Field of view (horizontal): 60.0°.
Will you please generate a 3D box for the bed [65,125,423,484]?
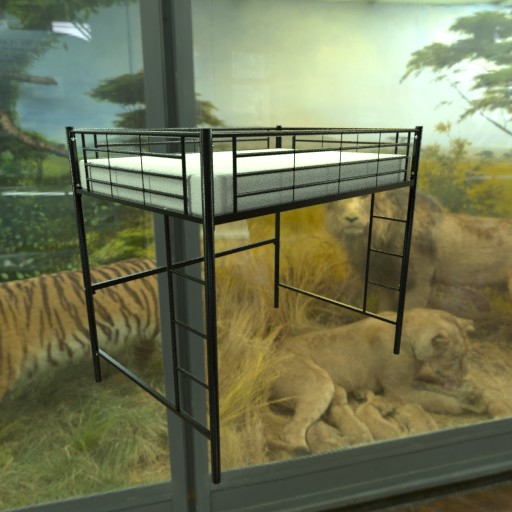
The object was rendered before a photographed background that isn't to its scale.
[{"bbox_3d":[0.000,0.000,3.210,1.994,1.803,1.397,-16,23,-43],"label":"bed"}]
